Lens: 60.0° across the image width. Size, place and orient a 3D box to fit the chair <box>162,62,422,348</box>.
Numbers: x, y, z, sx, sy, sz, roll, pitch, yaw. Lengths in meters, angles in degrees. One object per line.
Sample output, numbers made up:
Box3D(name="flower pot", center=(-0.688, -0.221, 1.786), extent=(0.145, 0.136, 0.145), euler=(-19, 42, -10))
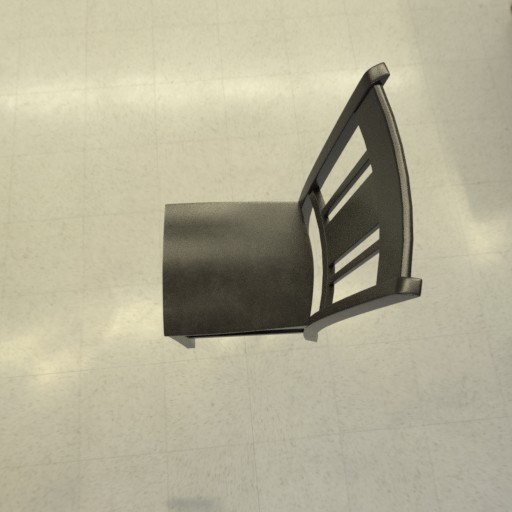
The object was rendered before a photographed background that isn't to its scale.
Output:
Box3D(name="chair", center=(0.000, 0.000, 1.248), extent=(0.555, 0.998, 0.450), euler=(-3, 74, -1))
